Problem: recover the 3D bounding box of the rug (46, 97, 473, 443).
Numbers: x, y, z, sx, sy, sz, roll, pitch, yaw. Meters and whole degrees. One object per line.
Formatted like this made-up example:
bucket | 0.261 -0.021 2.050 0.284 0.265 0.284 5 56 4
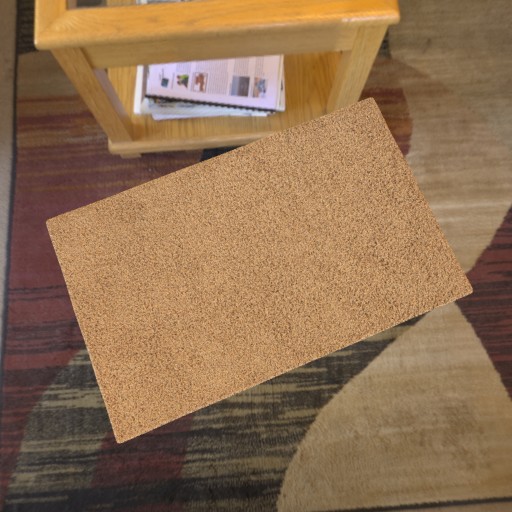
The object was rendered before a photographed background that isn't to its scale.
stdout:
rug | 0.000 0.000 2.935 2.438 0.030 1.524 -22 79 -5
